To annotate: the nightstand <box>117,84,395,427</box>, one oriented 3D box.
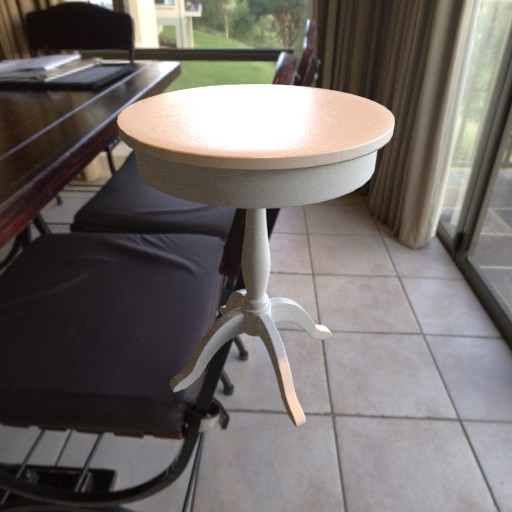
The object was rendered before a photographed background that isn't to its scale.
[{"bbox_3d":[0.000,0.000,1.018,0.513,0.653,0.513,-9,33,-14],"label":"nightstand"}]
